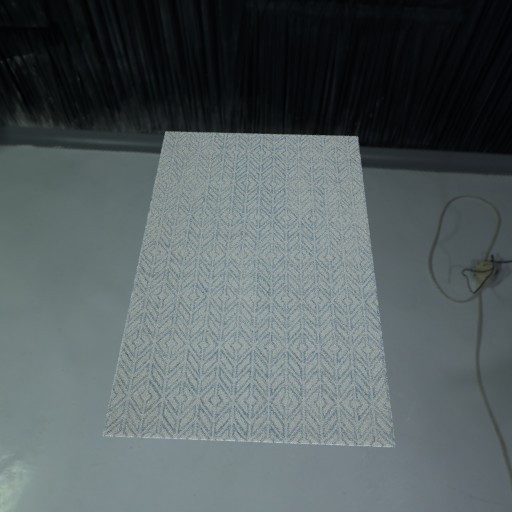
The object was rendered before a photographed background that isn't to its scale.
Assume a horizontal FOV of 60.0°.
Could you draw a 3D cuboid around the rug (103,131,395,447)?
[{"bbox_3d":[0.000,0.000,2.330,1.220,0.008,1.824,2,58,1],"label":"rug"}]
